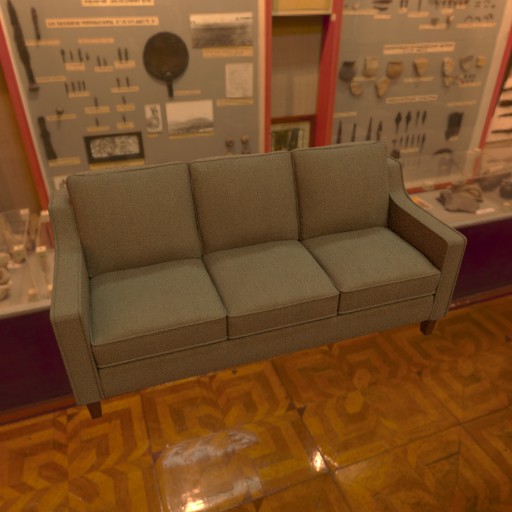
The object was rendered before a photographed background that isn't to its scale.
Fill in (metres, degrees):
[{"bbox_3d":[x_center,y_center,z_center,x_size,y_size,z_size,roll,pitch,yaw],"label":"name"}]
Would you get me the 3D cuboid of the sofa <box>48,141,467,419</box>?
[{"bbox_3d":[0.000,0.000,2.423,1.986,0.974,0.911,-10,33,-15],"label":"sofa"}]
